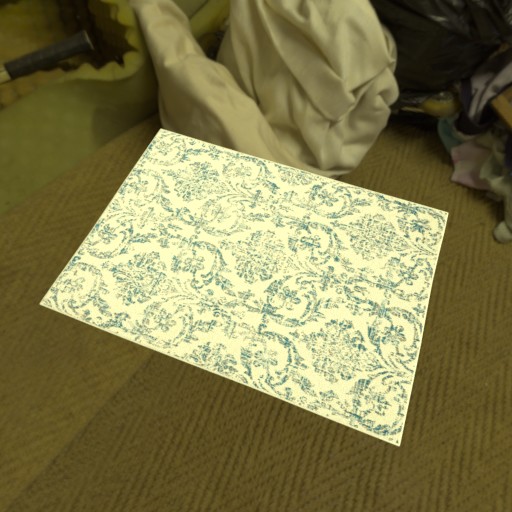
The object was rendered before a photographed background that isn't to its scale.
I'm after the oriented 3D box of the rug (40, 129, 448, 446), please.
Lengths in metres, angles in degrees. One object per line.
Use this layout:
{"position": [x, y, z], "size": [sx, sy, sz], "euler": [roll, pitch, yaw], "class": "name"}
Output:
{"position": [0.000, 0.000, 2.847], "size": [2.197, 0.014, 1.586], "euler": [19, 61, 11], "class": "rug"}
